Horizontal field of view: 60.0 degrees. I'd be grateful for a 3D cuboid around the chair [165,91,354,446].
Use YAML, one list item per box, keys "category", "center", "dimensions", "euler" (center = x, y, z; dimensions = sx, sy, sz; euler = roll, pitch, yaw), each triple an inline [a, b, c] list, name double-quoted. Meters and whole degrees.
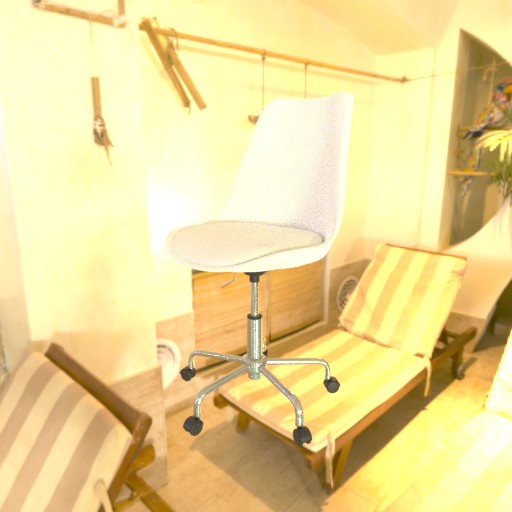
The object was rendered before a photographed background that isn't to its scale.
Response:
- category: "chair"
  center: [0.000, 0.000, 1.302]
  dimensions: [0.550, 0.930, 0.550]
  euler: [13, 19, 43]
